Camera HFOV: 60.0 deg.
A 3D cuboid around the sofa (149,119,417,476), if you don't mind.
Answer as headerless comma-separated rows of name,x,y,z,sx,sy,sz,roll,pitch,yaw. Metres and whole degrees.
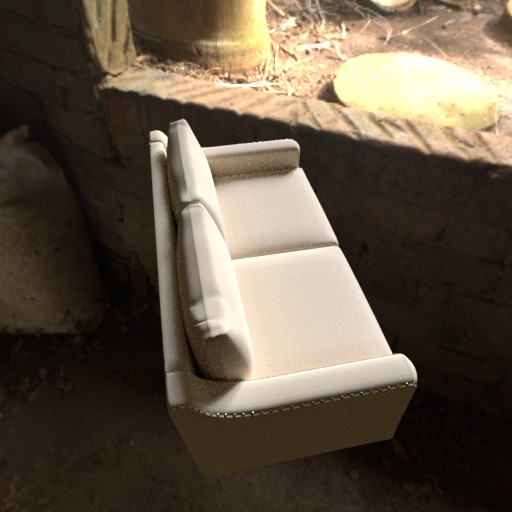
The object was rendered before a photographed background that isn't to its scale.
sofa,0.000,0.000,2.298,0.949,0.830,1.812,-8,45,-8
